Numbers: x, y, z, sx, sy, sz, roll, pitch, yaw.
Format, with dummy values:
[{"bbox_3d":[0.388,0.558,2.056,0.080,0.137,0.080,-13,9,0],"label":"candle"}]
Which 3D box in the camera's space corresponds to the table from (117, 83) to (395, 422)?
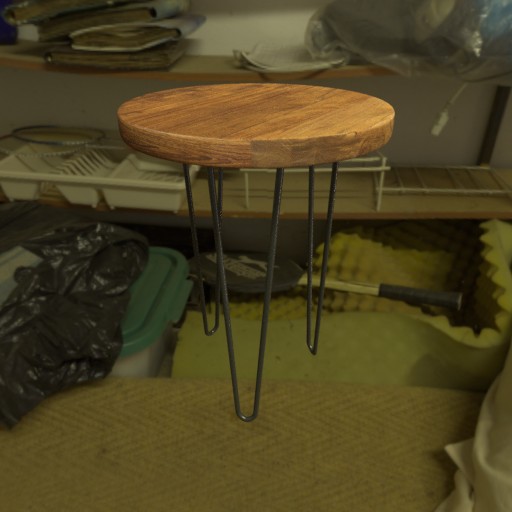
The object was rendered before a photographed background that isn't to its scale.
[{"bbox_3d":[0.000,0.000,0.787,0.400,0.520,0.400,0,30,0],"label":"table"}]
